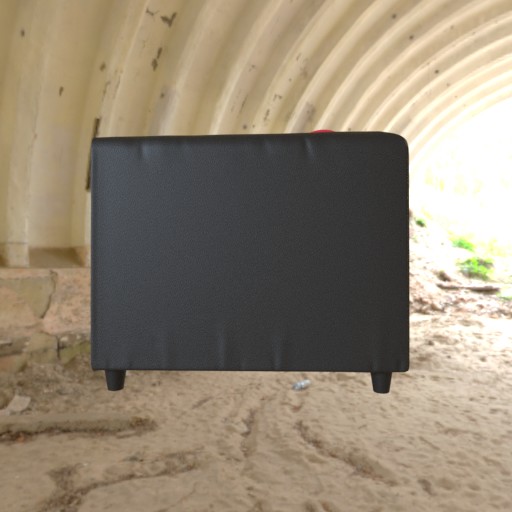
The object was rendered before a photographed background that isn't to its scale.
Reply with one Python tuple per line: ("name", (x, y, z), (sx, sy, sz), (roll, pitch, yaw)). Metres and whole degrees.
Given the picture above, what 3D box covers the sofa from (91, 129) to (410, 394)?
("sofa", (0.000, 0.000, 1.845), (0.845, 0.735, 1.410), (0, 0, 2))
